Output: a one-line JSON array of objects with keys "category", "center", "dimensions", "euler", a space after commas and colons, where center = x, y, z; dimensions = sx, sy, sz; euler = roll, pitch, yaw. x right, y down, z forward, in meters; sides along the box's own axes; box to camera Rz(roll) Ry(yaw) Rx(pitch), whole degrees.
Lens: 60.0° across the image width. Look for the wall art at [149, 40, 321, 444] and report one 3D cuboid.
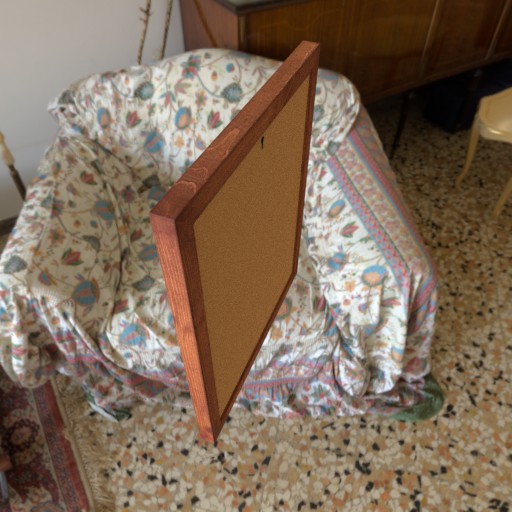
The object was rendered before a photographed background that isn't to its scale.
[{"category": "wall art", "center": [0.000, 0.000, 0.771], "dimensions": [0.030, 0.558, 0.462], "euler": [17, 49, 16]}]
